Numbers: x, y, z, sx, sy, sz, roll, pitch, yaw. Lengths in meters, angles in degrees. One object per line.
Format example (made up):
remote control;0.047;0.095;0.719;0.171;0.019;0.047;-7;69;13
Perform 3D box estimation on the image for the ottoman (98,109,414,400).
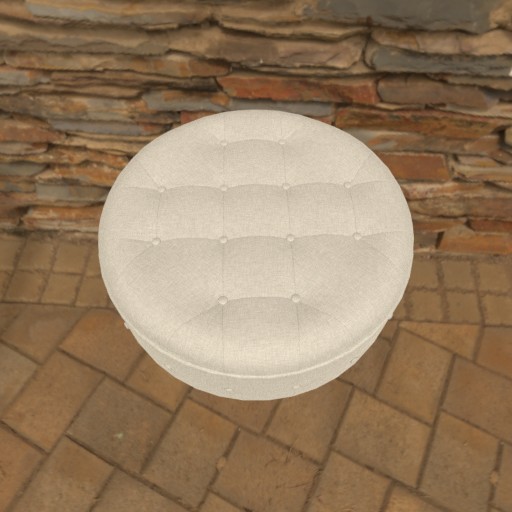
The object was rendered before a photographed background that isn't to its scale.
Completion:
ottoman;0.000;0.000;1.355;0.850;0.483;0.850;0;58;0
